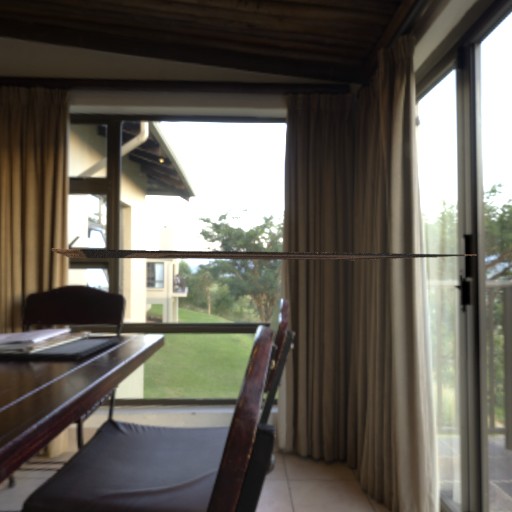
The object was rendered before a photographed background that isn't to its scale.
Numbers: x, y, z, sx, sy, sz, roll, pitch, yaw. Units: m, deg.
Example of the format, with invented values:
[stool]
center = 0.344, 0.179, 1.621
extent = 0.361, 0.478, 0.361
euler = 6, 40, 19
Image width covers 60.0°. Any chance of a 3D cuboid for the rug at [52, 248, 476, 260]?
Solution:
[rug]
center = 0.000, 0.000, 1.915
extent = 1.541, 0.013, 0.920
euler = 1, -2, -19
